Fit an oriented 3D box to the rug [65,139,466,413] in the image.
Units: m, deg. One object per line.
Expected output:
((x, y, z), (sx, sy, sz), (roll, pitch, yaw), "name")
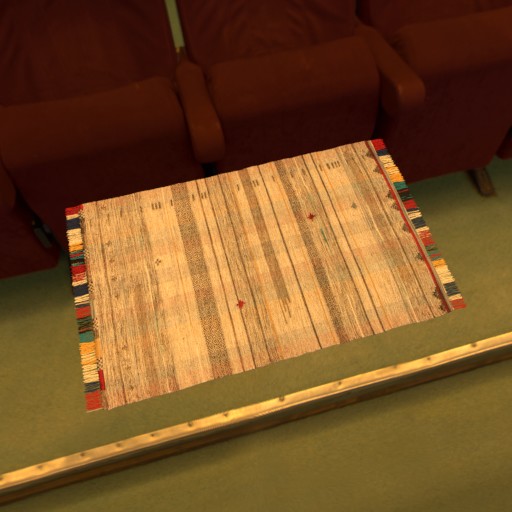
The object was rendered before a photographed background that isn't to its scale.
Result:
((0.000, 0.000, 3.019), (2.465, 0.012, 1.465), (-14, 66, -6), "rug")
